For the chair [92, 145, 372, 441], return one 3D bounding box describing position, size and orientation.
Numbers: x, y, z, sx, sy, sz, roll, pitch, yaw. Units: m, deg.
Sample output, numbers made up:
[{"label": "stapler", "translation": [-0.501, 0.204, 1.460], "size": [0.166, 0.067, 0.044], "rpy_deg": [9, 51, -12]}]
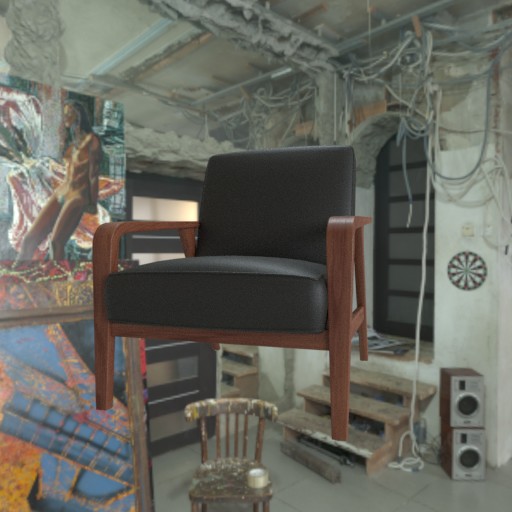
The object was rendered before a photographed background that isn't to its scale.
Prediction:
[{"label": "chair", "translation": [0.000, 0.000, 1.500], "size": [0.719, 0.861, 0.889], "rpy_deg": [0, 0, 18]}]
